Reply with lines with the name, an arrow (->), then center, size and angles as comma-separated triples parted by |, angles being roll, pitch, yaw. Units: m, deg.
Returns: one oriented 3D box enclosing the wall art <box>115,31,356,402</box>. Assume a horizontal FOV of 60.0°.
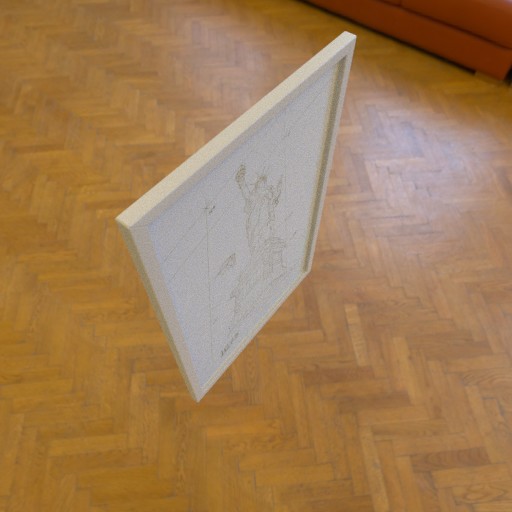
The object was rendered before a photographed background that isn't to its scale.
wall art -> 0.000, 0.000, 1.025 | 0.026, 0.813, 0.556 | 34, 63, 20
